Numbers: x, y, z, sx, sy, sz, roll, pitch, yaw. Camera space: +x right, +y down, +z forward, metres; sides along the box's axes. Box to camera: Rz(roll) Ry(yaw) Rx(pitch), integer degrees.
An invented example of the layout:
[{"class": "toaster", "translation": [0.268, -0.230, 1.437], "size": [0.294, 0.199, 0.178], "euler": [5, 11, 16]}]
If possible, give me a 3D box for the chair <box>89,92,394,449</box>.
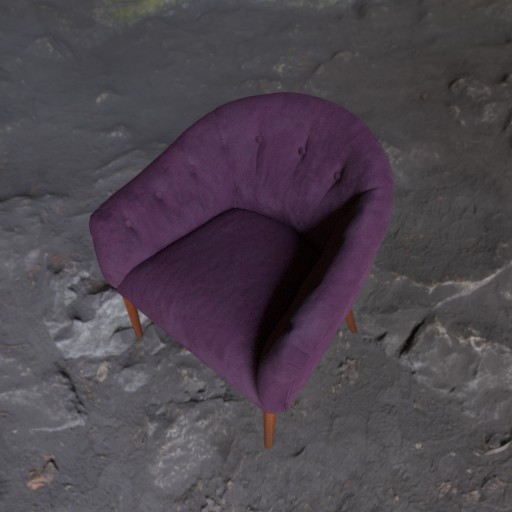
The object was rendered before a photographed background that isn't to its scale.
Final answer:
[{"class": "chair", "translation": [0.000, 0.000, 1.542], "size": [0.851, 0.885, 0.776], "euler": [32, 54, 26]}]
